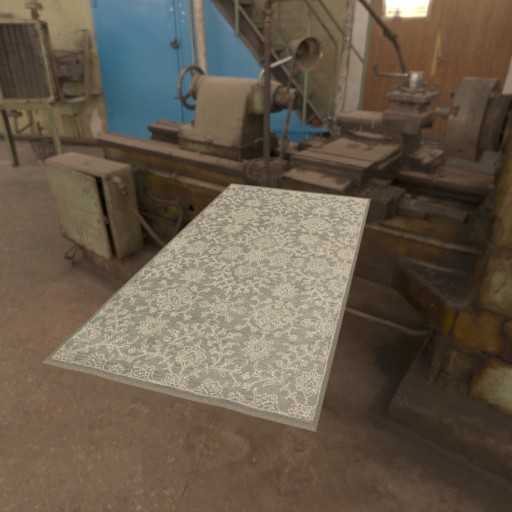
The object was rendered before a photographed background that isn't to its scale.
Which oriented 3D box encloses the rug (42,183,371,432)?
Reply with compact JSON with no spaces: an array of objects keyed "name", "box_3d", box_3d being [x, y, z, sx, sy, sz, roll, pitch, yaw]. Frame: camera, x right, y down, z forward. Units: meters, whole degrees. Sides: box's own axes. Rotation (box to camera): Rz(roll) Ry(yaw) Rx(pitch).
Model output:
[{"name":"rug","box_3d":[0.000,0.000,3.543,1.546,0.011,3.048,9,30,15]}]
